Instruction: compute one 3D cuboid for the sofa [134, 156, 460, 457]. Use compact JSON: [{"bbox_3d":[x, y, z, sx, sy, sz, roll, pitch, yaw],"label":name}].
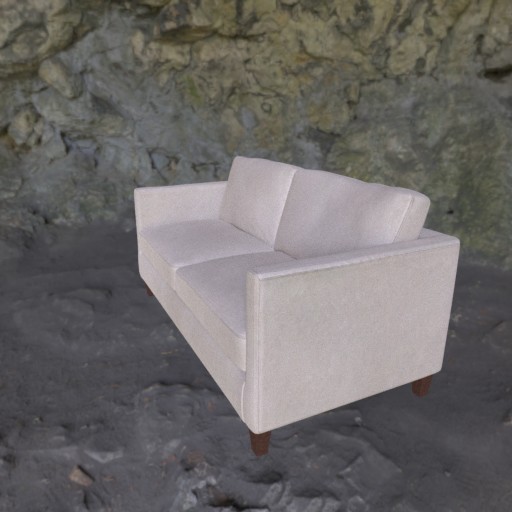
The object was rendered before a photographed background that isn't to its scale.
[{"bbox_3d":[0.000,0.000,2.414,0.950,0.940,1.846,-9,20,-25],"label":"sofa"}]
